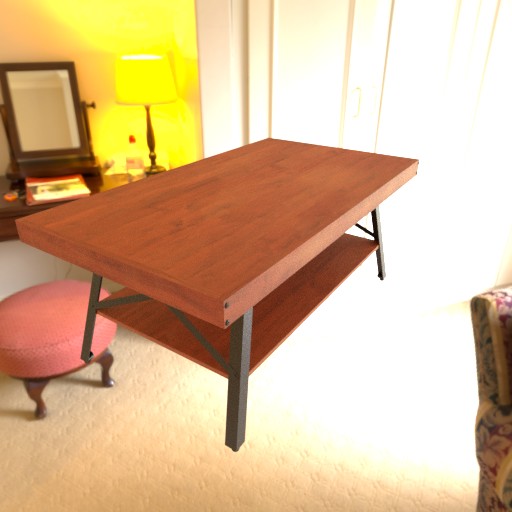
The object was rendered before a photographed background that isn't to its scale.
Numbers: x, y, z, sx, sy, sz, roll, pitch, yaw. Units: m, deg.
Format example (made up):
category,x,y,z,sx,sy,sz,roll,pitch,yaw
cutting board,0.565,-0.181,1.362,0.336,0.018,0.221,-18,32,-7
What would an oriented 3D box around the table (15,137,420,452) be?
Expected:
category,x,y,z,sx,sy,sz,roll,pitch,yaw
table,0.000,0.000,1.357,0.610,0.457,1.067,17,32,30
